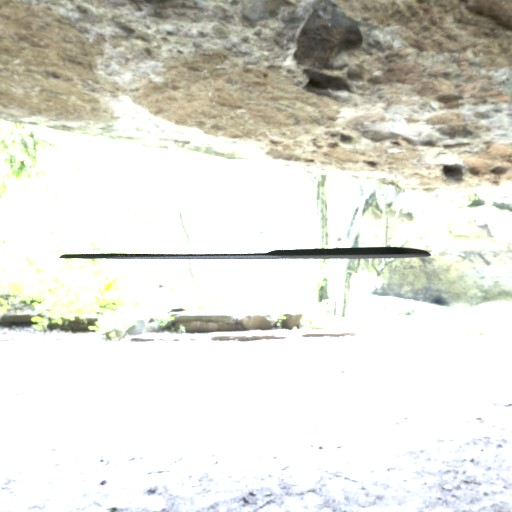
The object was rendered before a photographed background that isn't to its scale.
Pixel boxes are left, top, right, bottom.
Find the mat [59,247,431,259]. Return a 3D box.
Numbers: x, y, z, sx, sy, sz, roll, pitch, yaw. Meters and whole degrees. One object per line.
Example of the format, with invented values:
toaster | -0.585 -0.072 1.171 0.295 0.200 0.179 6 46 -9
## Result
mat | 0.000 0.000 1.873 1.525 0.022 0.917 -1 -1 36
